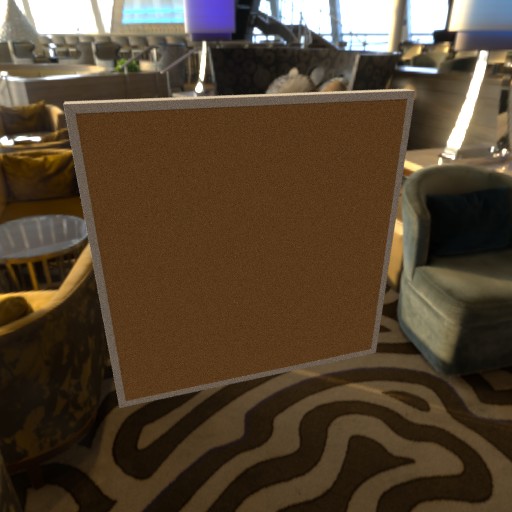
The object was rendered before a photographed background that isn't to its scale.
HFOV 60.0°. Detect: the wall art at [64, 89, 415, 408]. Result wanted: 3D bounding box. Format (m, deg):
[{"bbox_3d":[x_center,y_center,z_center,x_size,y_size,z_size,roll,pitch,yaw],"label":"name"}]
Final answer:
[{"bbox_3d":[0.000,0.000,1.112,0.762,0.762,0.038,-8,28,-15],"label":"wall art"}]
